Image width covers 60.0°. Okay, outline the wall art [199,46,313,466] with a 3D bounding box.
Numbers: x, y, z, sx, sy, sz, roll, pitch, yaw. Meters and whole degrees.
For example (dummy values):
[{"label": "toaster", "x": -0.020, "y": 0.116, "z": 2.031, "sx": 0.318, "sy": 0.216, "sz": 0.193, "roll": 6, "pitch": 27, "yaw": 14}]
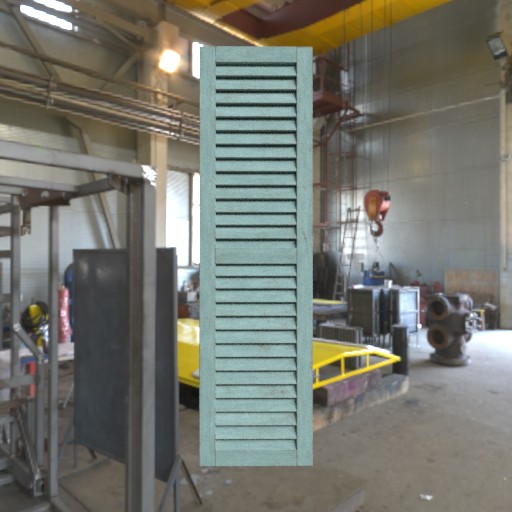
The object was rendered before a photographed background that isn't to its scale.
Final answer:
[{"label": "wall art", "x": 0.000, "y": 0.000, "z": 1.299, "sx": 0.329, "sy": 1.219, "sz": 0.025, "roll": 0, "pitch": 0, "yaw": -1}]
